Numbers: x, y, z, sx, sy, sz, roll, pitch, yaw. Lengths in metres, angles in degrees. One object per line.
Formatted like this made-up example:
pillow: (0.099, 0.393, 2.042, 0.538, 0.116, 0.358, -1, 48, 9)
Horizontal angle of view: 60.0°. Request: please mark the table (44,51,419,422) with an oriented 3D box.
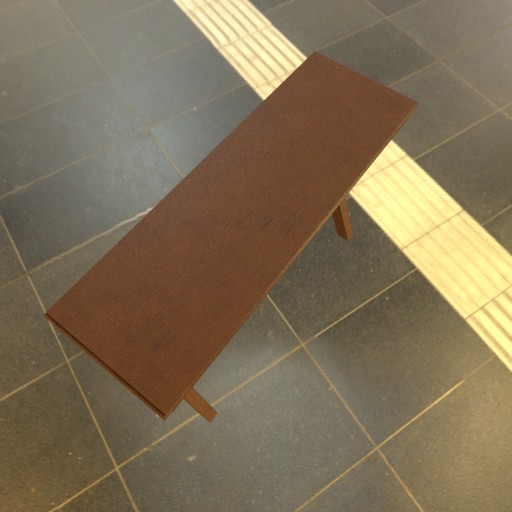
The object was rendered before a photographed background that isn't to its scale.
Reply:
table: (0.000, 0.000, 1.580, 0.399, 0.763, 1.197, 34, 68, 16)
